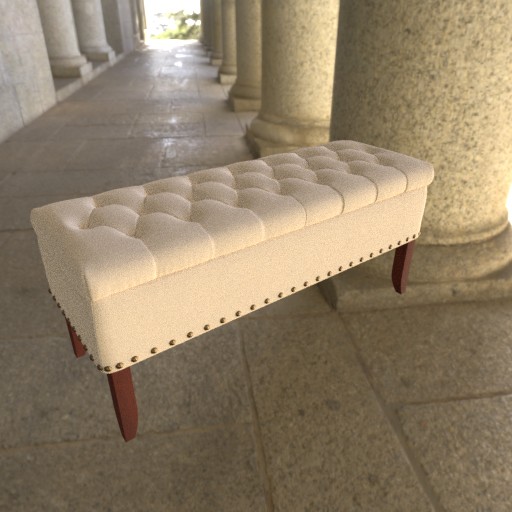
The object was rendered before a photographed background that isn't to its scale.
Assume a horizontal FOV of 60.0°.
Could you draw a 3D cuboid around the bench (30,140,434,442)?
[{"bbox_3d":[0.000,0.000,1.274,1.054,0.470,0.400,-20,35,-32],"label":"bench"}]
